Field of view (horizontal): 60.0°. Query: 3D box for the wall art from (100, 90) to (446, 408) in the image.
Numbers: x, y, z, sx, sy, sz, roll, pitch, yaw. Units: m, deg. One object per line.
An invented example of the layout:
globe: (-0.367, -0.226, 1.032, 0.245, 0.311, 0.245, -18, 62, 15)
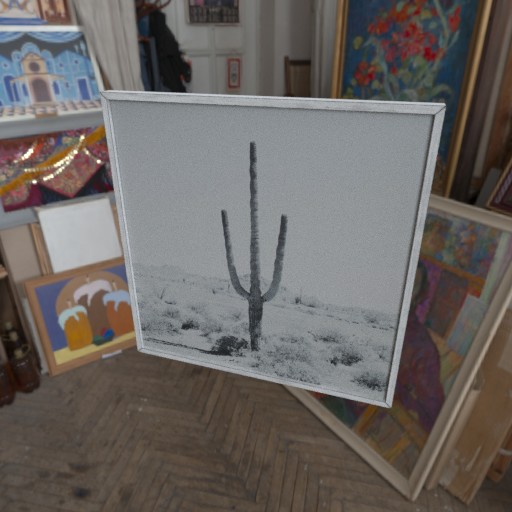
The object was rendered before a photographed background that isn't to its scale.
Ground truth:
wall art: (0.000, 0.000, 1.121, 0.762, 0.762, 0.038, 8, 27, 16)
